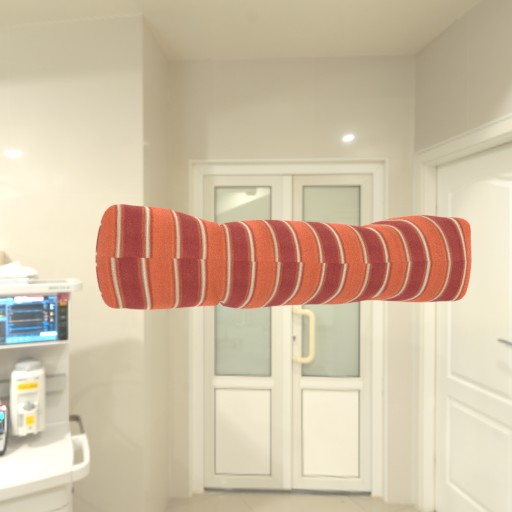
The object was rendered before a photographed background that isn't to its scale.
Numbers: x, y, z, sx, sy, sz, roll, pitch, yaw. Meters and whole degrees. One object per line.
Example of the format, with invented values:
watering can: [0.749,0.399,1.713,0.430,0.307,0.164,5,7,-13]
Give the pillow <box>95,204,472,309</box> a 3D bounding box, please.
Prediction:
pillow: [0.000,0.000,0.731,0.490,0.133,0.468,0,1,-18]
